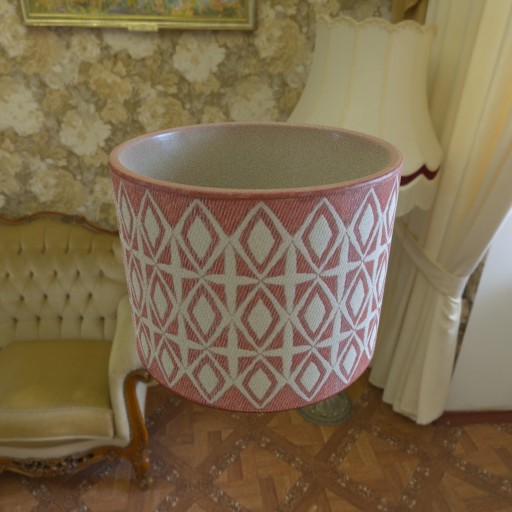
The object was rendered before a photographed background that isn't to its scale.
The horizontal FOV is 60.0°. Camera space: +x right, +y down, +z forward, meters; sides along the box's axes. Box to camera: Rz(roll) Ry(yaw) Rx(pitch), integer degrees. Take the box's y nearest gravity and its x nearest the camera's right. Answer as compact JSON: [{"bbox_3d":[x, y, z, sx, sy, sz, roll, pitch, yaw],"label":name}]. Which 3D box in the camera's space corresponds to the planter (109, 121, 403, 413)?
[{"bbox_3d":[0.000,0.000,0.481,0.273,0.237,0.273,0,27,0],"label":"planter"}]
